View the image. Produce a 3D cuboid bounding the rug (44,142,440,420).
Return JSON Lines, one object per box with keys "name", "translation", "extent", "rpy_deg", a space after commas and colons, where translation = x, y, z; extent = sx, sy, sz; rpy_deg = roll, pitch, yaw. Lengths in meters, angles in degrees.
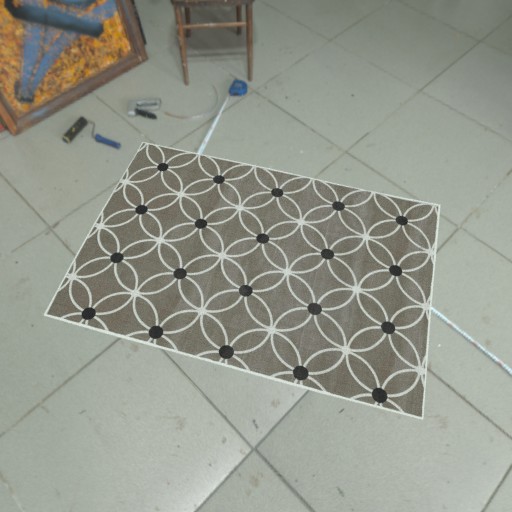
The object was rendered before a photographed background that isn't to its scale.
{"name": "rug", "translation": [0.000, 0.000, 2.916], "extent": [2.284, 0.008, 1.522], "rpy_deg": [13, 60, 8]}
